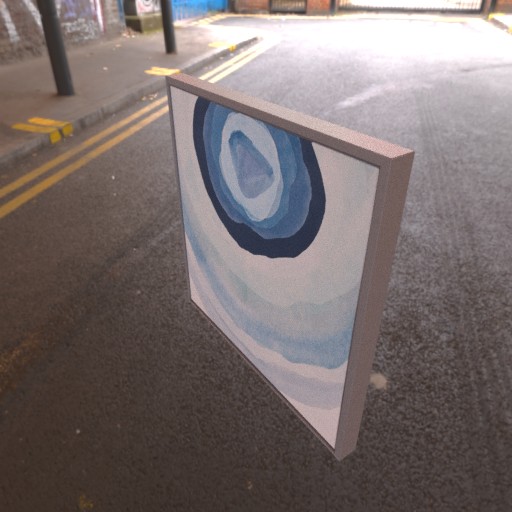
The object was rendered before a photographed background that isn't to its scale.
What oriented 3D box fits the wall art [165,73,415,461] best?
[{"bbox_3d":[0.000,0.000,0.520,0.028,0.349,0.349,-21,38,-29],"label":"wall art"}]
